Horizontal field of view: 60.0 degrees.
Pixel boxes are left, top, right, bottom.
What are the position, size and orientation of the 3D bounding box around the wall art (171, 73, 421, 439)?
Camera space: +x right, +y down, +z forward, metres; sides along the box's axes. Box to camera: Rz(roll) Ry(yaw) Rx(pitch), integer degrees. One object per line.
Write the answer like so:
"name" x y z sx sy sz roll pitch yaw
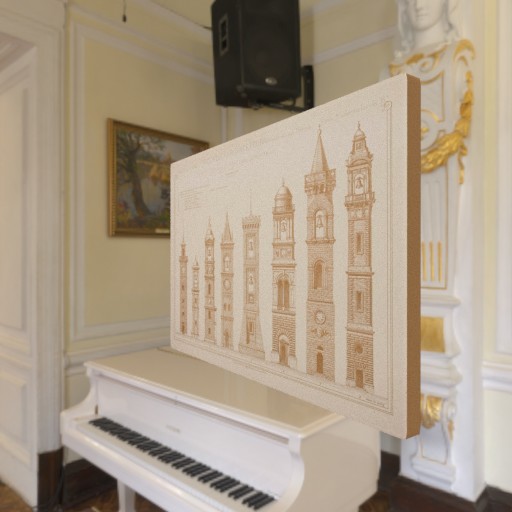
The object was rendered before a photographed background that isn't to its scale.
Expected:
"wall art" 0.000 0.000 0.464 0.019 0.254 0.380 0 0 -36
